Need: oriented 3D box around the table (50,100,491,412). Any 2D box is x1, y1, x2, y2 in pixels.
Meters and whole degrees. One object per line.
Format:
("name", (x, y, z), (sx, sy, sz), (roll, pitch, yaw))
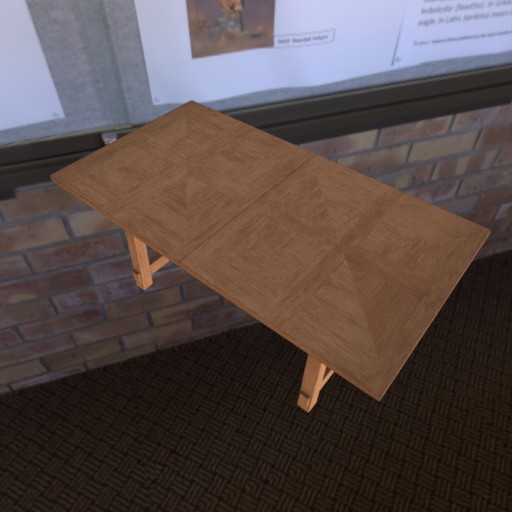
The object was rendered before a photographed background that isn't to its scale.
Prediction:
("table", (0.000, 0.000, 2.394), (1.881, 0.768, 1.016), (31, 54, 26))
